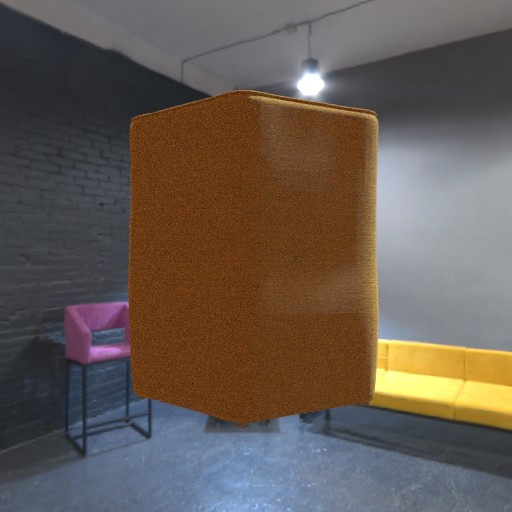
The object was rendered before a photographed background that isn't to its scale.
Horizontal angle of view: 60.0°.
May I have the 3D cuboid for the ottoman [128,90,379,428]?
[{"bbox_3d":[0.000,0.000,0.880,0.494,0.502,0.443,0,1,35],"label":"ottoman"}]
